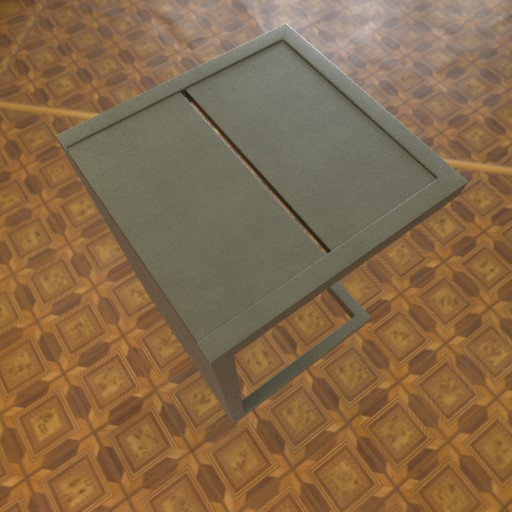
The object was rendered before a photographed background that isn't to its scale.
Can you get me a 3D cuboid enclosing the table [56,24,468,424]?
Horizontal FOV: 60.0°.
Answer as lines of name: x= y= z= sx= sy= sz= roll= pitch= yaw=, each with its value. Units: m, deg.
table: x=0.000 y=0.000 z=0.890 sx=0.420 sy=0.609 sz=0.405 roll=-33 pitch=68 yaw=-15
